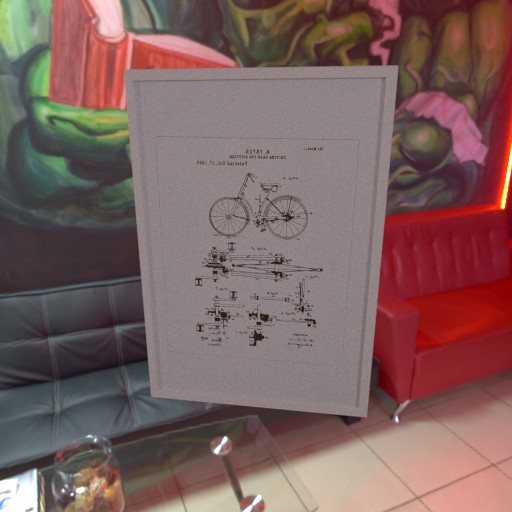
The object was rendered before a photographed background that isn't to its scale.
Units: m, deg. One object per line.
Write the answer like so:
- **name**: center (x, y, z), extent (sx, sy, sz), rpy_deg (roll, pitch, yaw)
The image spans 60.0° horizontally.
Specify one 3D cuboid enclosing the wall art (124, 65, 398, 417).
- **wall art**: center (0.000, 0.000, 0.609), extent (0.332, 0.477, 0.015), rpy_deg (3, 18, 8)
